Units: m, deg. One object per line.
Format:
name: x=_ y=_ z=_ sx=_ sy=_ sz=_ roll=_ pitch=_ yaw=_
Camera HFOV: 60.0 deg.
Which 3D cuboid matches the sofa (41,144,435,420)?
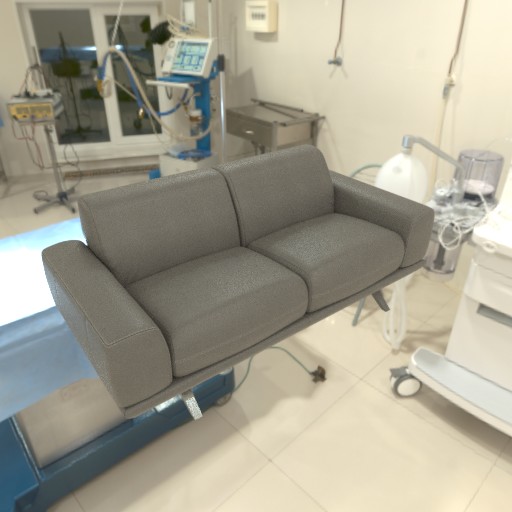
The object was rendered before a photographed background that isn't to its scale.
sofa: x=0.000 y=0.000 z=2.339 sx=1.901 sy=0.772 sz=0.900 roll=-21 pitch=36 yaw=-31
